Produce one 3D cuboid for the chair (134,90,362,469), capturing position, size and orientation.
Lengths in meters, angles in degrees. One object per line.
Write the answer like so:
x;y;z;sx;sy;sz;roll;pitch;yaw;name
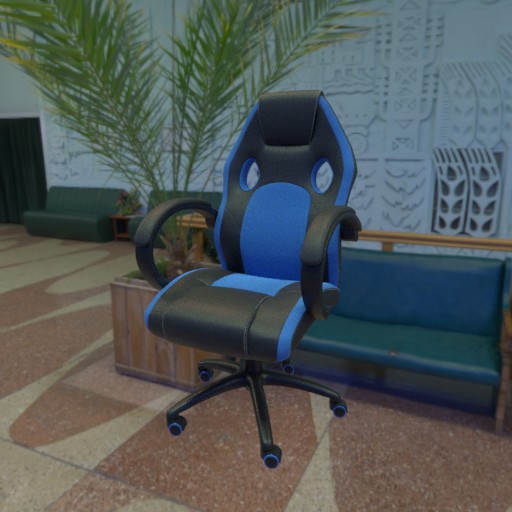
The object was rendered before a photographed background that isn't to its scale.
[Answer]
0.000;0.000;1.579;0.673;1.187;0.724;6;14;26;chair
